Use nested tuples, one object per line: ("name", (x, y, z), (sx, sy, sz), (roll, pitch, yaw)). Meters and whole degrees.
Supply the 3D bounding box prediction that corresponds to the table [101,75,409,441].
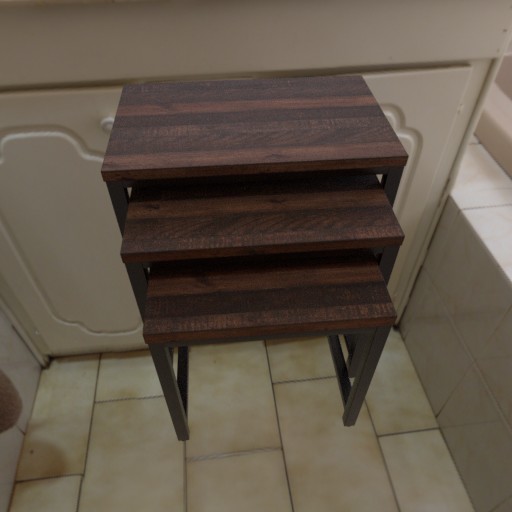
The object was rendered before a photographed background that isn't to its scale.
("table", (0.000, 0.000, 1.122), (0.608, 0.616, 0.660), (-4, 46, -3))
